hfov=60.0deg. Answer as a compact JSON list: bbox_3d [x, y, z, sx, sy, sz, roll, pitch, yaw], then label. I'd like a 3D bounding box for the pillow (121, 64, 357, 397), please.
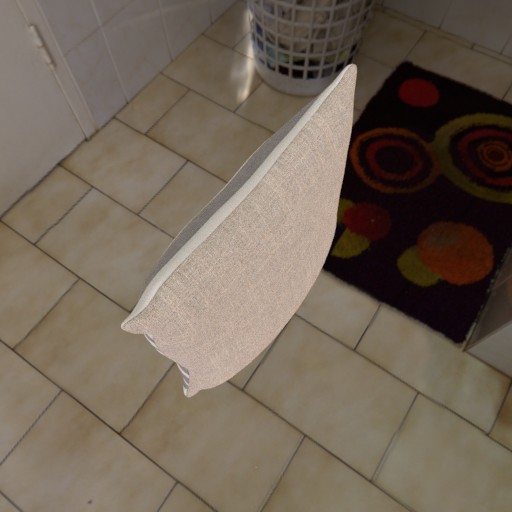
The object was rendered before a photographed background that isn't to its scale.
[{"bbox_3d":[0.000,0.000,0.687,0.182,0.440,0.439,34,69,15],"label":"pillow"}]
